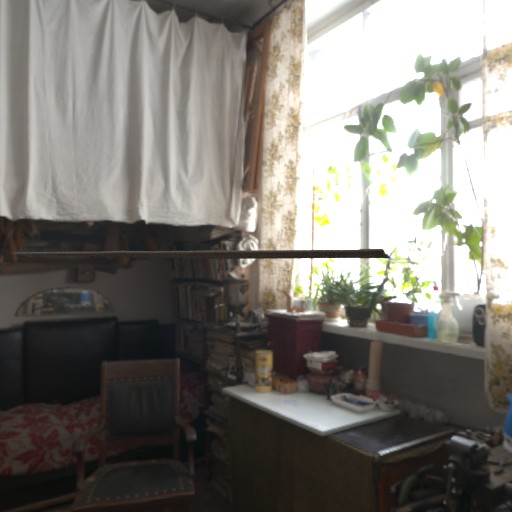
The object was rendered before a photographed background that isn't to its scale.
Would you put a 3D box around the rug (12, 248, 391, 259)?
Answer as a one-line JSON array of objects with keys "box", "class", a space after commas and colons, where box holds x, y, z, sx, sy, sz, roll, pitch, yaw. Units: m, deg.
[{"box": [0.000, 0.000, 4.250, 2.448, 0.020, 3.359, 0, -1, 18], "class": "rug"}]
